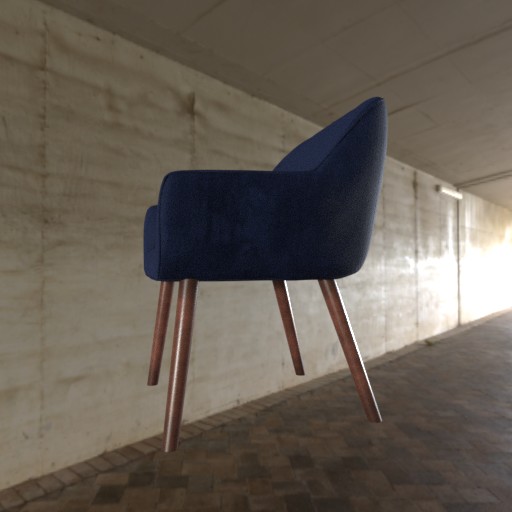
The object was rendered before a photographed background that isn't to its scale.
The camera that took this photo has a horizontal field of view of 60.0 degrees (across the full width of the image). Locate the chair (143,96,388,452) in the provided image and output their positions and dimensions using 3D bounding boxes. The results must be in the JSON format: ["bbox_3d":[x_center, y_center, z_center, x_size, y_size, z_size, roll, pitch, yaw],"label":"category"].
[{"bbox_3d":[0.000,0.000,1.261,0.600,0.820,0.600,0,-1,-17],"label":"chair"}]
